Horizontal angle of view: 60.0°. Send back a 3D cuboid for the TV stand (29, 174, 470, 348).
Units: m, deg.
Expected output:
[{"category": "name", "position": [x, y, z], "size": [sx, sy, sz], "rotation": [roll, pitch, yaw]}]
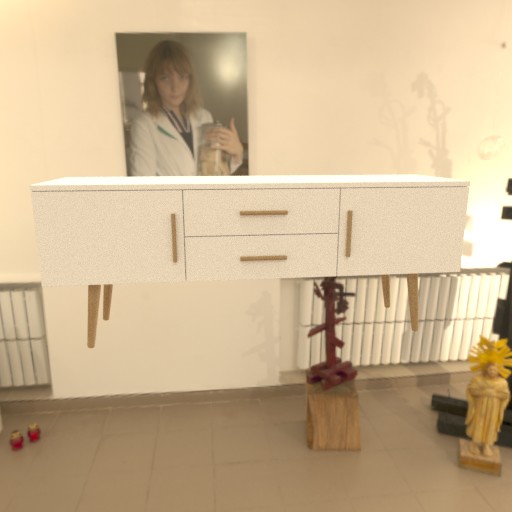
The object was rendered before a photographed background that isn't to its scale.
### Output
[{"category": "TV stand", "position": [0.000, 0.000, 1.637], "size": [1.398, 0.560, 0.401], "rotation": [-2, 14, -7]}]
